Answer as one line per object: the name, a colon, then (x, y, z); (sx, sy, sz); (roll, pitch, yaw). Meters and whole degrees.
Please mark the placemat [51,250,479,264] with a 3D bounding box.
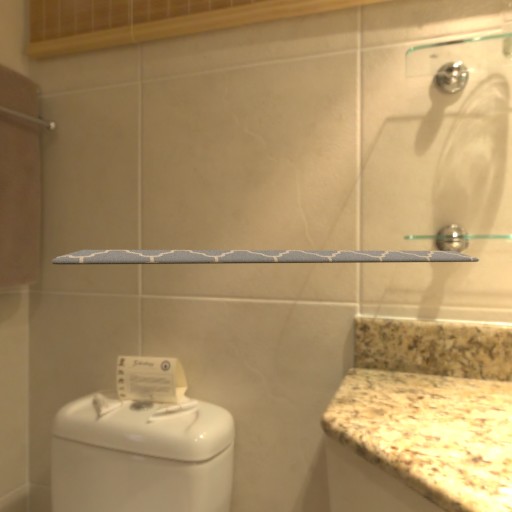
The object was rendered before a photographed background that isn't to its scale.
placemat: (0.000, 0.000, 0.965); (0.762, 0.021, 0.508); (0, 0, -18)
